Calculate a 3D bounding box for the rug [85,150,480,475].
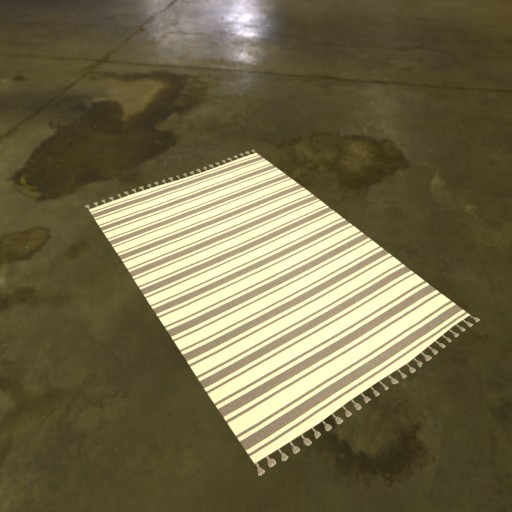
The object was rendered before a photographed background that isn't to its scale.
[{"bbox_3d":[0.000,0.000,2.993,1.563,0.014,2.425,-24,48,-24],"label":"rug"}]
